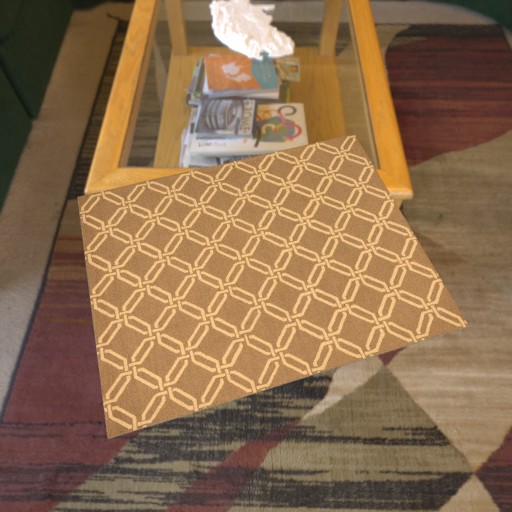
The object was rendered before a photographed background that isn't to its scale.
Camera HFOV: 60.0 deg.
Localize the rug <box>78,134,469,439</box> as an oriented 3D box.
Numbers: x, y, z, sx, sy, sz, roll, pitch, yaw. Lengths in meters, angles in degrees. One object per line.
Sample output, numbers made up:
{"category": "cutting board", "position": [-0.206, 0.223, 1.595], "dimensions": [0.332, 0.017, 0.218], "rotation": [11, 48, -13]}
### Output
{"category": "rug", "position": [0.000, 0.000, 3.924], "dimensions": [2.895, 0.018, 2.288], "rotation": [-15, 60, -9]}
